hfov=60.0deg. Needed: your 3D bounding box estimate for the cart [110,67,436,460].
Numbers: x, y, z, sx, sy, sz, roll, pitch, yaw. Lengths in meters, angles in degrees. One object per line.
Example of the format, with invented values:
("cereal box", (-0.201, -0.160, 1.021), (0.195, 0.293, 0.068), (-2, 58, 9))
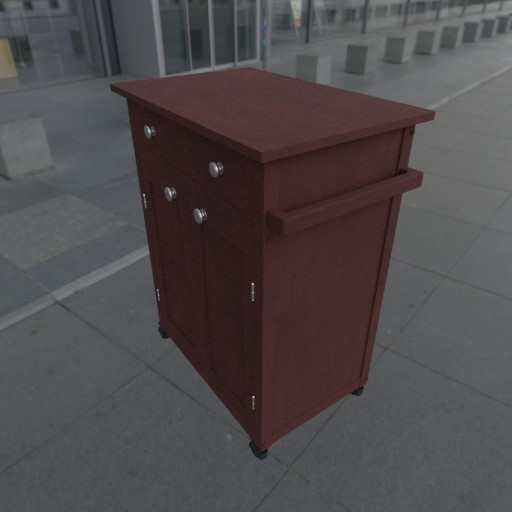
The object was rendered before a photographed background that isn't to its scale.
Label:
("cart", (0.000, 0.000, 1.247), (0.442, 0.864, 0.683), (-21, 37, -30))
